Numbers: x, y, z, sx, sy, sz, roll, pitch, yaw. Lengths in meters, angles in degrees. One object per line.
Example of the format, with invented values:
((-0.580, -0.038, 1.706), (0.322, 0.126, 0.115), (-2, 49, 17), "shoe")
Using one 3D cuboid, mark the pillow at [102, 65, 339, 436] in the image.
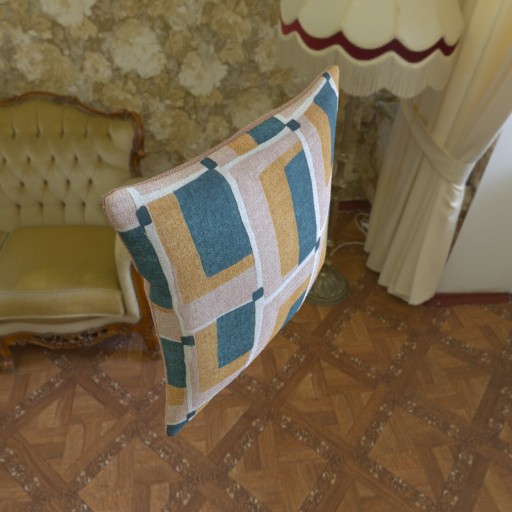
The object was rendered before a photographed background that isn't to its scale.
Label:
((0.000, 0.000, 0.724), (0.158, 0.479, 0.478), (26, 48, 26), "pillow")
